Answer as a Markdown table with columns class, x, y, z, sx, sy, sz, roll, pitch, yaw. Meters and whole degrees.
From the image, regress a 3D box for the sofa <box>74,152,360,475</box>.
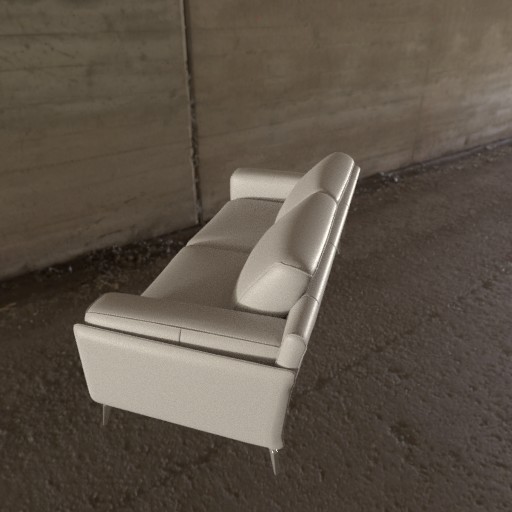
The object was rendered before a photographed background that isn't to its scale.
| class | x | y | z | sx | sy | sz | roll | pitch | yaw |
| --- | --- | --- | --- | --- | --- | --- | --- | --- | --- |
| sofa | 0.000 | 0.000 | 2.605 | 1.049 | 0.930 | 2.101 | 8 | 30 | 15 |
